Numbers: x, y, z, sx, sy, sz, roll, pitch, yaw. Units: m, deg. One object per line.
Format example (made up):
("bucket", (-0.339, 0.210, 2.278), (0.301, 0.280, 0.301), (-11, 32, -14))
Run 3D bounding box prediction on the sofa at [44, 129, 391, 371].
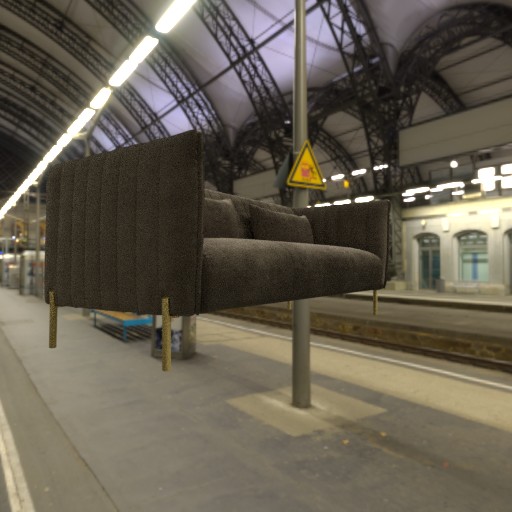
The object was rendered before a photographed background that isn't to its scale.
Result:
("sofa", (0.000, 0.000, 2.410), (0.876, 0.780, 1.980), (-1, -1, 35))
